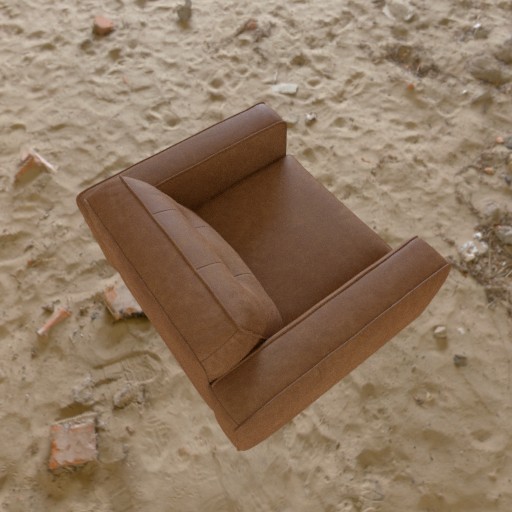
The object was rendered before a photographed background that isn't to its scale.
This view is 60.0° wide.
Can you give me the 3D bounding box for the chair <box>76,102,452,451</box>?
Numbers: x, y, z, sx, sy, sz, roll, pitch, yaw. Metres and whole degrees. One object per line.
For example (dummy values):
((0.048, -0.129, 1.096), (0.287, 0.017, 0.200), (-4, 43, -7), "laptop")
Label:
((0.000, 0.000, 1.771), (0.952, 0.782, 1.118), (-33, 63, -19), "chair")
